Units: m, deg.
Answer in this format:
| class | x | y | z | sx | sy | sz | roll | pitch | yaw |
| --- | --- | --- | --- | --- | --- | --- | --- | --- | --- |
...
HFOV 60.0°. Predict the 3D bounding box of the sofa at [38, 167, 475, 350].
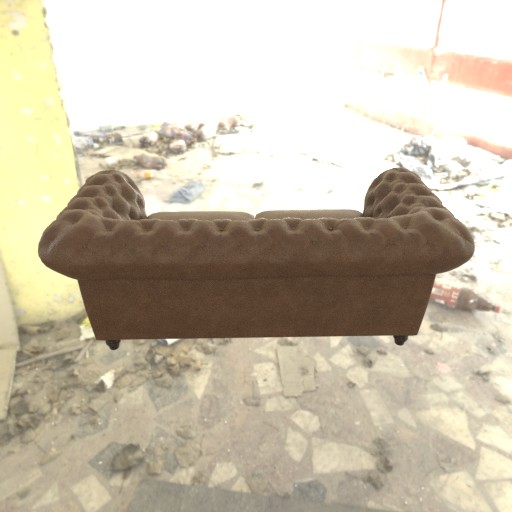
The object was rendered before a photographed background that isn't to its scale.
| class | x | y | z | sx | sy | sz | roll | pitch | yaw |
| --- | --- | --- | --- | --- | --- | --- | --- | --- | --- |
| sofa | 0.000 | 0.000 | 2.509 | 2.048 | 0.784 | 0.955 | -1 | 30 | -1 |
